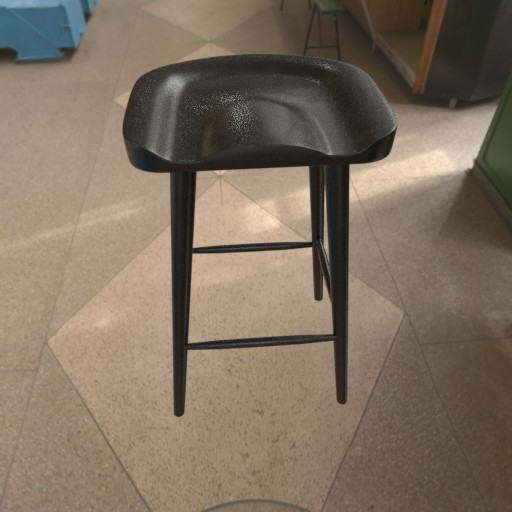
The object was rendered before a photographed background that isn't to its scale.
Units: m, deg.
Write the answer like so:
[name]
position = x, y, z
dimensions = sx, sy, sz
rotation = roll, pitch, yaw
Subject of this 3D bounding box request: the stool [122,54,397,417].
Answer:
[stool]
position = 0.000, 0.000, 0.973
dimensions = 0.440, 0.749, 0.361
rotation = -3, 46, -3
